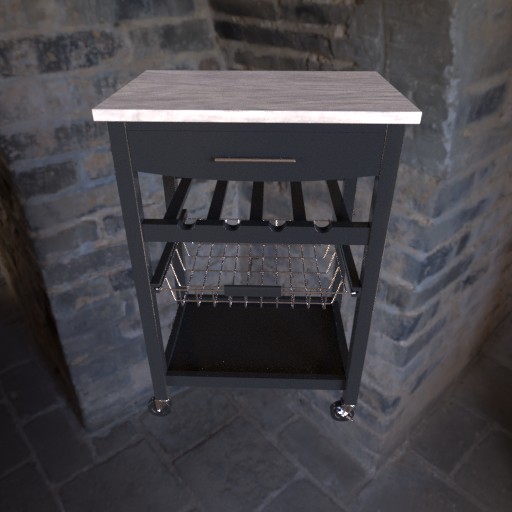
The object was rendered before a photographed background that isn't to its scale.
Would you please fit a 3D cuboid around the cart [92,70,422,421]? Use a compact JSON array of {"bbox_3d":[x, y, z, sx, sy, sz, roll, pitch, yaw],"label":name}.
[{"bbox_3d":[0.000,0.000,1.158,0.584,0.839,0.403,1,32,2],"label":"cart"}]
